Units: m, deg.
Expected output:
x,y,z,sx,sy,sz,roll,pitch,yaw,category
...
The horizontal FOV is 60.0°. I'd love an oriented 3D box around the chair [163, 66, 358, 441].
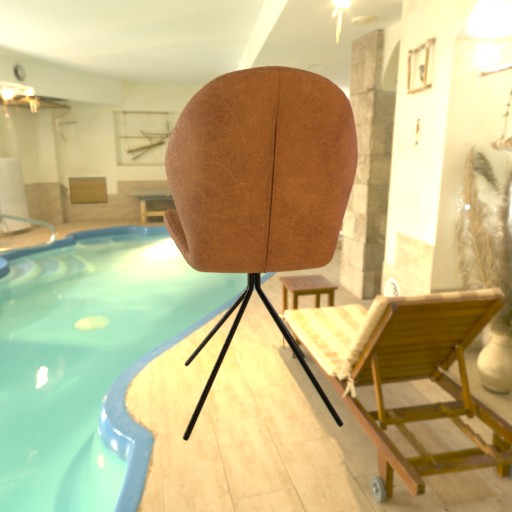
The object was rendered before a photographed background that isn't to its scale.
x,y,z,sx,sy,sz,roll,pitch,yaw,category
0.000,0.000,1.289,0.527,0.929,0.640,-2,13,-8,chair
